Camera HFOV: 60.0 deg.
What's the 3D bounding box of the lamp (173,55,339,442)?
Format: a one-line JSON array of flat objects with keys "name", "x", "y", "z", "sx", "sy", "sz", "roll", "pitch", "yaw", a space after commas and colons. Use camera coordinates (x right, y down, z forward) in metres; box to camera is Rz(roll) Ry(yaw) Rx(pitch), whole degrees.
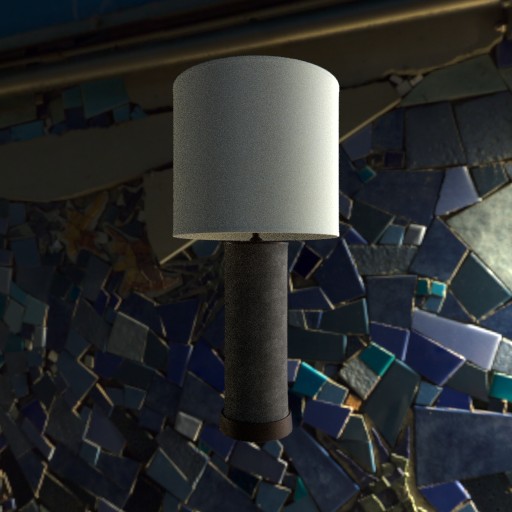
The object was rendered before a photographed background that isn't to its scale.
[{"name": "lamp", "x": 0.000, "y": 0.000, "z": 0.816, "sx": 0.301, "sy": 0.630, "sz": 0.301, "roll": 0, "pitch": 0, "yaw": 35}]
